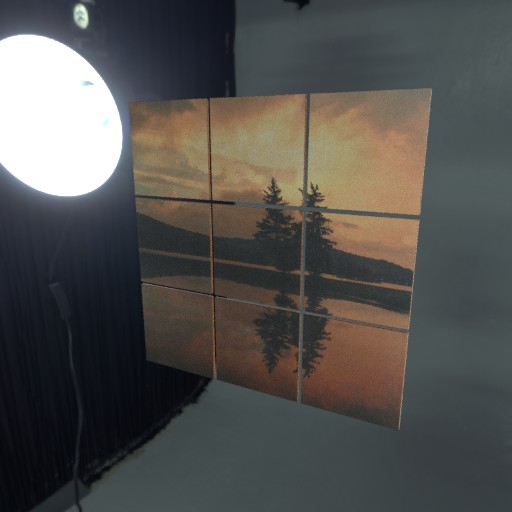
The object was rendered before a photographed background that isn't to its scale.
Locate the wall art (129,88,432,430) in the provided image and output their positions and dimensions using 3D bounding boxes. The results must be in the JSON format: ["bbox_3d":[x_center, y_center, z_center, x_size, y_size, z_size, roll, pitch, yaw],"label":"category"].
[{"bbox_3d":[0.000,0.000,1.791,1.216,1.218,0.013,7,17,26],"label":"wall art"}]
